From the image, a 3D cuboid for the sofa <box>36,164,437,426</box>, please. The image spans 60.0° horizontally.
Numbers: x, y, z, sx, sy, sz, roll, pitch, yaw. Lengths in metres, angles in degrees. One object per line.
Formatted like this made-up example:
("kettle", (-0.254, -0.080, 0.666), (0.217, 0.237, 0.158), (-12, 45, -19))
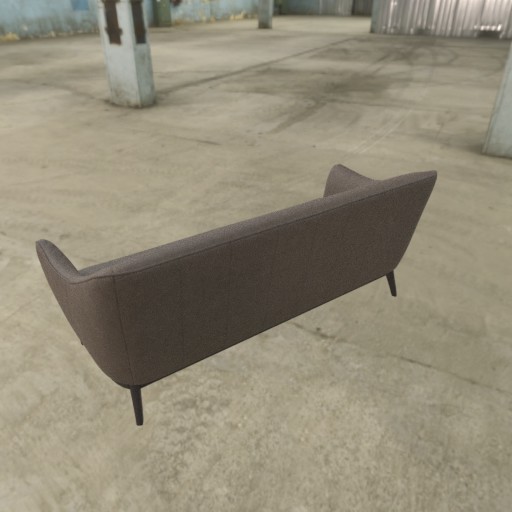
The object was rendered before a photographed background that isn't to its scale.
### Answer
("sofa", (0.000, 0.000, 2.321), (1.928, 0.831, 0.869), (-19, 35, -30))
